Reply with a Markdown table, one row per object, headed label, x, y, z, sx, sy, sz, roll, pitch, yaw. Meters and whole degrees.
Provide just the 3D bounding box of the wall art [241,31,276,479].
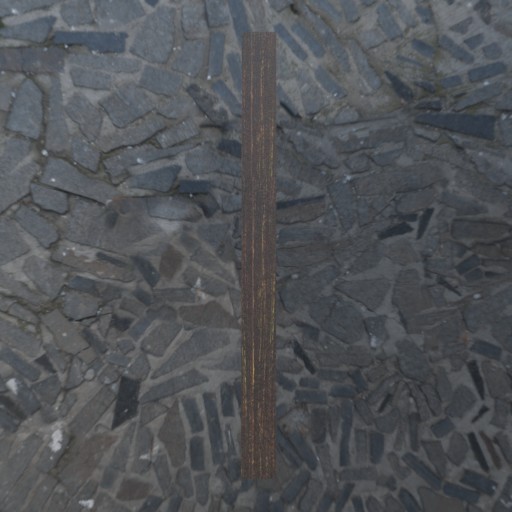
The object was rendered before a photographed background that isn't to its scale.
| label | x | y | z | sx | sy | sz | roll | pitch | yaw |
| --- | --- | --- | --- | --- | --- | --- | --- | --- | --- |
| wall art | 0.000 | 0.000 | 0.543 | 0.031 | 0.330 | 0.381 | 0 | 89 | -1 |
